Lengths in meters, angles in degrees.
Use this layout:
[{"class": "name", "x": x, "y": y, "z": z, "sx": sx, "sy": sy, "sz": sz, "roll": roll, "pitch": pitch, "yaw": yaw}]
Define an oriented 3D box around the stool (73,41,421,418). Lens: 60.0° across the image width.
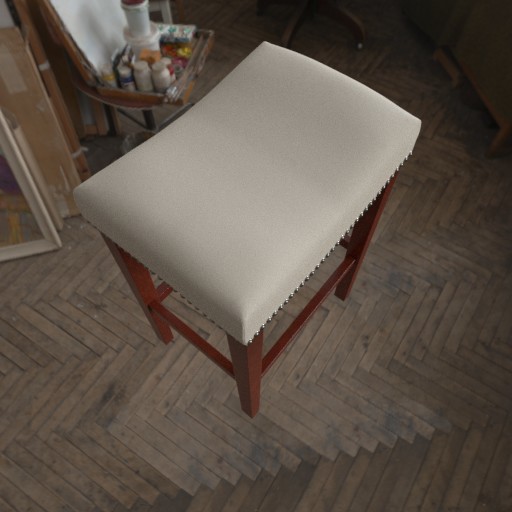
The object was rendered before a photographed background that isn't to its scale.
[{"class": "stool", "x": 0.000, "y": 0.000, "z": 1.036, "sx": 0.372, "sy": 0.742, "sz": 0.504, "roll": 35, "pitch": 66, "yaw": 18}]
